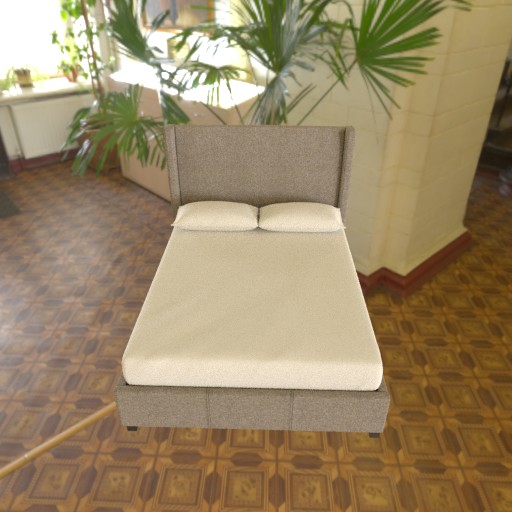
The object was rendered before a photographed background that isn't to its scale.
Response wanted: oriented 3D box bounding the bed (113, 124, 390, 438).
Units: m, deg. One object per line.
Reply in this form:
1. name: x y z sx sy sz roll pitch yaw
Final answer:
1. bed: 0.000 0.000 3.497 1.714 1.481 2.245 1 32 2
